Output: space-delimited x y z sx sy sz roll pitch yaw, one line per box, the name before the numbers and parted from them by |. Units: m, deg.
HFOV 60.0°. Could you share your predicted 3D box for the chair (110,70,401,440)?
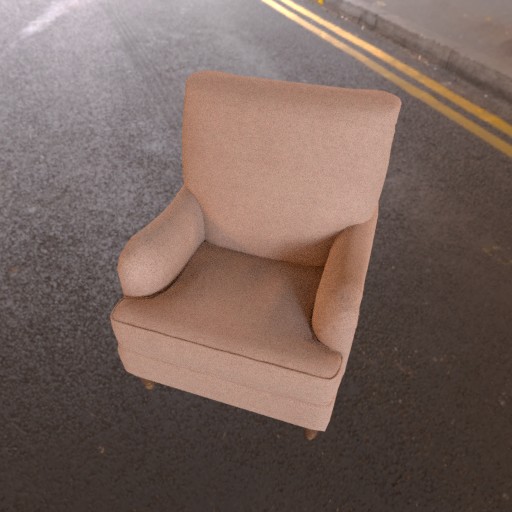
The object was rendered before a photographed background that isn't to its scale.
chair | 0.000 0.000 1.790 0.879 1.119 0.953 12 43 13
